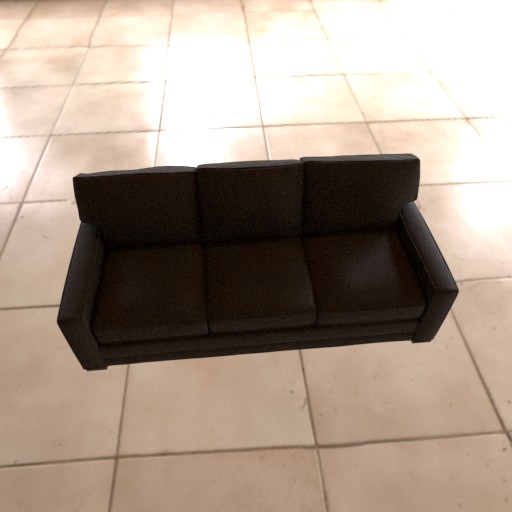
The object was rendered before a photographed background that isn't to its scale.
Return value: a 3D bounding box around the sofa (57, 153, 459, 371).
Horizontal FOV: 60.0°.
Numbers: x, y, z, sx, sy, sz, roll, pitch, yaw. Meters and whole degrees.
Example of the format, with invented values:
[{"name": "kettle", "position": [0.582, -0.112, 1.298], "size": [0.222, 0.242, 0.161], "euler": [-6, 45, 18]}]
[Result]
[{"name": "sofa", "position": [0.000, 0.000, 2.968], "size": [2.369, 0.978, 1.004], "euler": [-4, 48, -4]}]
